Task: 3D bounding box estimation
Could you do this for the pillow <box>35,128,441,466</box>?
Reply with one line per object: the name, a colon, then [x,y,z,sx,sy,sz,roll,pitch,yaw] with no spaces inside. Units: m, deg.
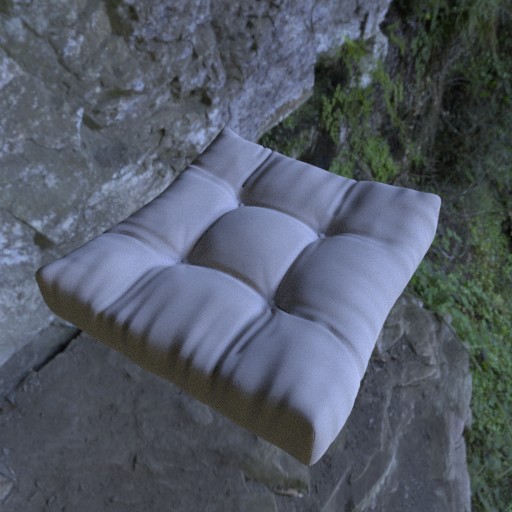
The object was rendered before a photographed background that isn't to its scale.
pillow: [0.000,0.000,0.716,0.468,0.128,0.490,23,50,21]
